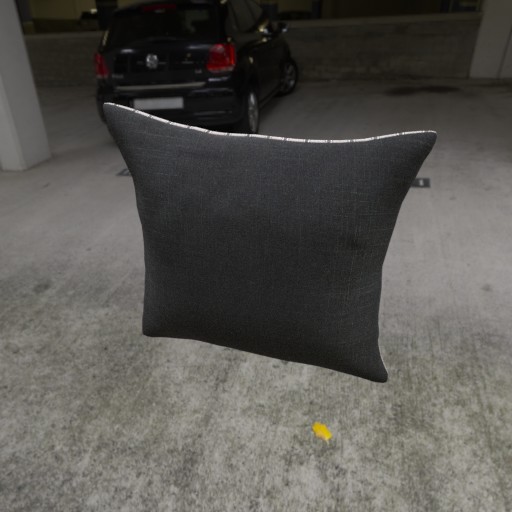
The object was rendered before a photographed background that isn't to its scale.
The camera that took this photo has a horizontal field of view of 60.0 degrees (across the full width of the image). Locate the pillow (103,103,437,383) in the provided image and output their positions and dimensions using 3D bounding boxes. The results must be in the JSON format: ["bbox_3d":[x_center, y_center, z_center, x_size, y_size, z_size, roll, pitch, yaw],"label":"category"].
[{"bbox_3d":[0.000,0.000,0.705,0.468,0.444,0.138,9,32,14],"label":"pillow"}]
